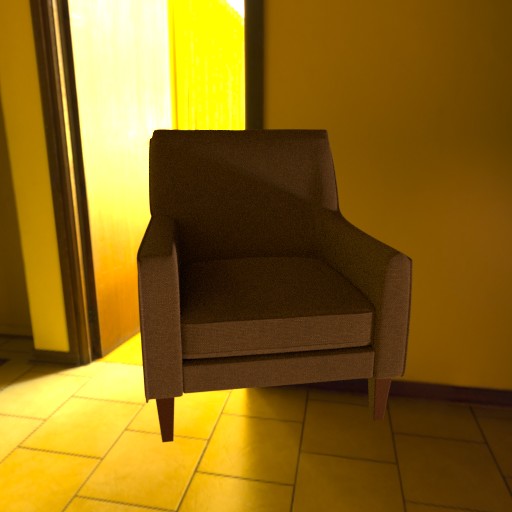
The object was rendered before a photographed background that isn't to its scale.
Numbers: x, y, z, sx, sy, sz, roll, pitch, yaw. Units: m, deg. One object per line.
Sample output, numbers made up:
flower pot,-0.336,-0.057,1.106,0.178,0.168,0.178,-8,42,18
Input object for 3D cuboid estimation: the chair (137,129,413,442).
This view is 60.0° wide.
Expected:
chair,0.000,0.000,1.633,0.780,0.919,0.899,-2,15,-9
